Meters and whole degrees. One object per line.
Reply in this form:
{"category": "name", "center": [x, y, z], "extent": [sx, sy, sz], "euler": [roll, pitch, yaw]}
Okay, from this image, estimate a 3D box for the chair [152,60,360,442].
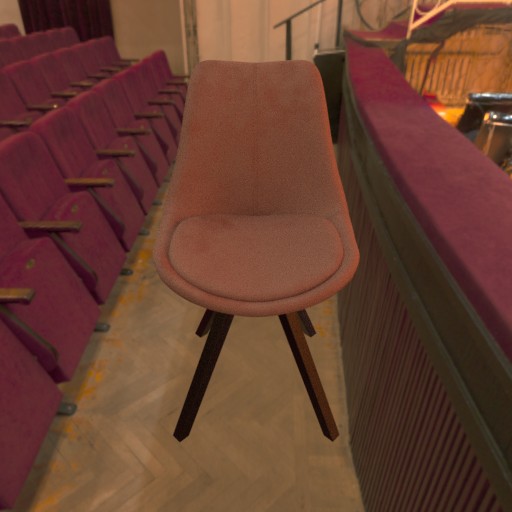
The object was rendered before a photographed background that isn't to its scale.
{"category": "chair", "center": [0.000, 0.000, 1.135], "extent": [0.483, 0.865, 0.547], "euler": [0, 31, 0]}
